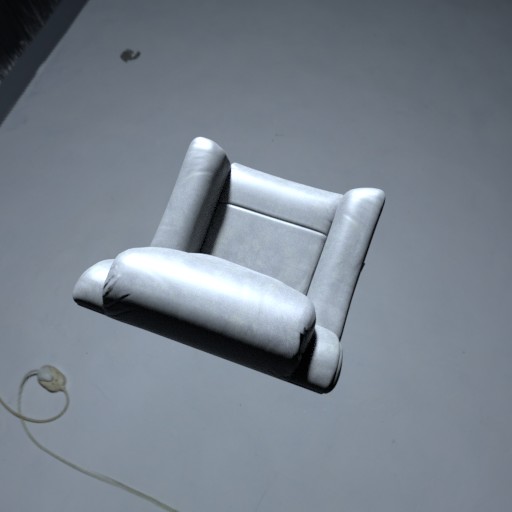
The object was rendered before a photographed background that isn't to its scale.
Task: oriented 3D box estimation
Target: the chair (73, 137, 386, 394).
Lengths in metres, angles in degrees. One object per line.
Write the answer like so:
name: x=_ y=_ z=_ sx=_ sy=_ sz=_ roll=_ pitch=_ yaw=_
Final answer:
chair: x=0.000 y=0.000 z=1.935 sx=0.967 sy=1.116 sz=1.068 roll=18 pitch=67 yaw=8
